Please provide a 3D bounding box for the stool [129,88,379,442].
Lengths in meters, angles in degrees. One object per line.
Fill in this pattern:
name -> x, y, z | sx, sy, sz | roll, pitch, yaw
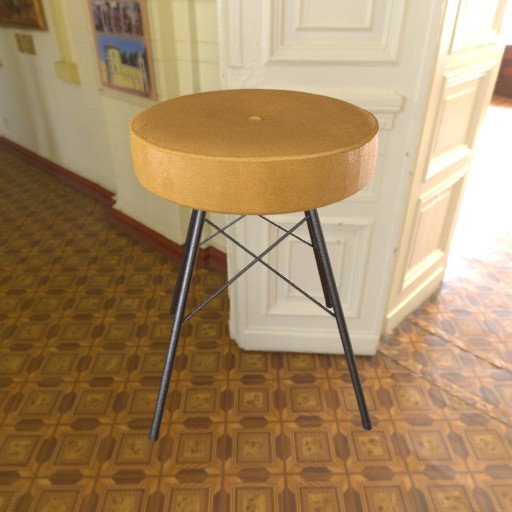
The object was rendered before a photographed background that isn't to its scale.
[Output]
stool -> 0.000, 0.000, 0.916 | 0.472, 0.595, 0.438 | -1, 32, -1
